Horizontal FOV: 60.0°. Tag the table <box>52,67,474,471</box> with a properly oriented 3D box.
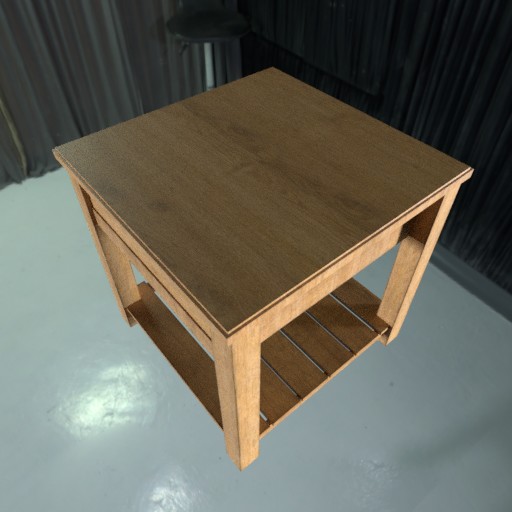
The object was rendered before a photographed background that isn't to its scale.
[{"bbox_3d":[0.000,0.000,1.118,0.616,0.593,0.612,-31,54,-26],"label":"table"}]
